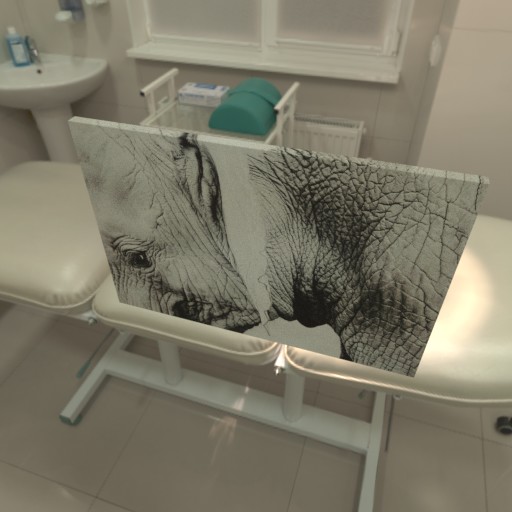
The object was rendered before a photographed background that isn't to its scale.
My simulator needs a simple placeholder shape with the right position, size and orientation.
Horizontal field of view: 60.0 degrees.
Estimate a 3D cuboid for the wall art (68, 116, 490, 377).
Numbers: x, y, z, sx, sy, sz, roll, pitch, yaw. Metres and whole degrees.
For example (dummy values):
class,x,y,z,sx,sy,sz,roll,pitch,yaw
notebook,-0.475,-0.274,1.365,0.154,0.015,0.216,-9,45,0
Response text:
class,x,y,z,sx,sy,sz,roll,pitch,yaw
wall art,0.000,0.000,1.410,1.141,0.758,0.035,12,42,14
